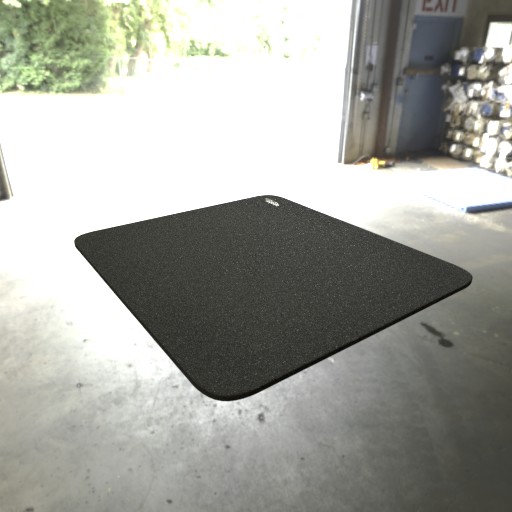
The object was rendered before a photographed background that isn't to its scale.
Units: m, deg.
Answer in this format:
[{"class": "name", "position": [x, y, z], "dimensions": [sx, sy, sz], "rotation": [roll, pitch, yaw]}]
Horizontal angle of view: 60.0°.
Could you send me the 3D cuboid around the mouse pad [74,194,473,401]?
[{"class": "mouse pad", "position": [0.000, 0.000, 0.321], "dimensions": [0.203, 0.003, 0.229], "rotation": [-17, 30, -32]}]
